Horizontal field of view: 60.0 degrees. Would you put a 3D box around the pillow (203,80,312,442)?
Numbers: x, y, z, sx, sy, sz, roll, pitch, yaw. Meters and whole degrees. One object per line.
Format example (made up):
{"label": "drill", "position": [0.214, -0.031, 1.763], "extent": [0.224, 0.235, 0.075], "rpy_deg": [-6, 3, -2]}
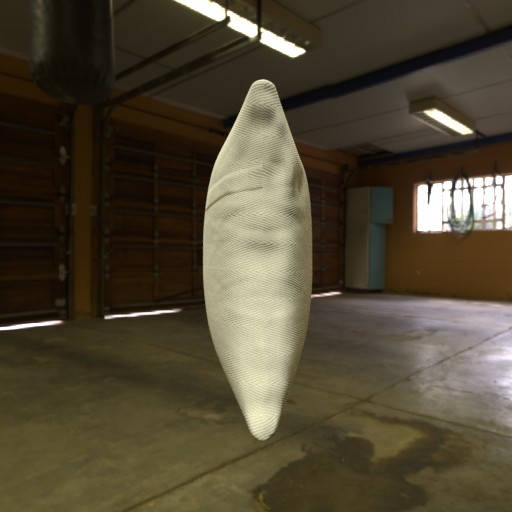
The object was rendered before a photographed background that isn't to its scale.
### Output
{"label": "pillow", "position": [0.000, 0.000, 0.615], "extent": [0.139, 0.305, 0.506], "rpy_deg": [0, 0, -1]}
